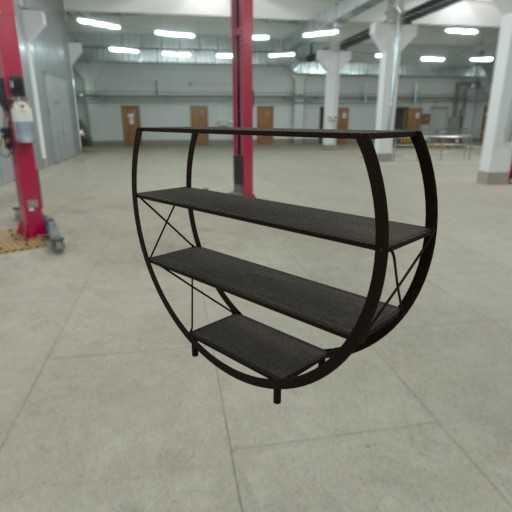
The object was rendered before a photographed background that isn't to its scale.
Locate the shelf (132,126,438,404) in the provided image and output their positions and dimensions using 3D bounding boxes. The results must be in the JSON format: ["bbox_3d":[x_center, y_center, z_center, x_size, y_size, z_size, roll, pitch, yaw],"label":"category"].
[{"bbox_3d":[0.000,0.000,1.928,1.403,1.063,0.344,16,23,42],"label":"shelf"}]
